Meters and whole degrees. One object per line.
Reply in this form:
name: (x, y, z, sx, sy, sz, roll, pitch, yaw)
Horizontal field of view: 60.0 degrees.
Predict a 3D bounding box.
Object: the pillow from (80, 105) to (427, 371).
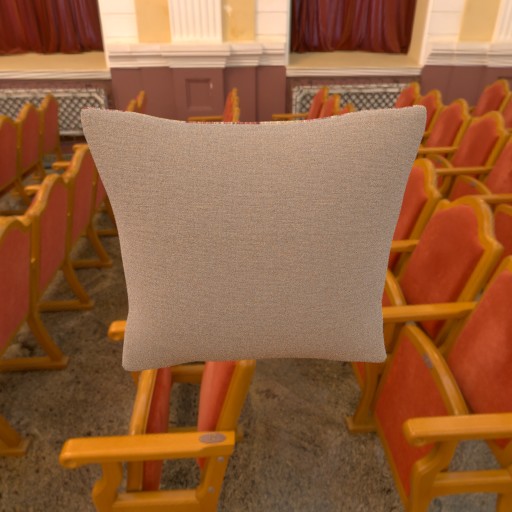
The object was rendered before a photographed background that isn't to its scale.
pillow: (0.000, 0.000, 0.643, 0.437, 0.419, 0.136, -1, 28, -2)
